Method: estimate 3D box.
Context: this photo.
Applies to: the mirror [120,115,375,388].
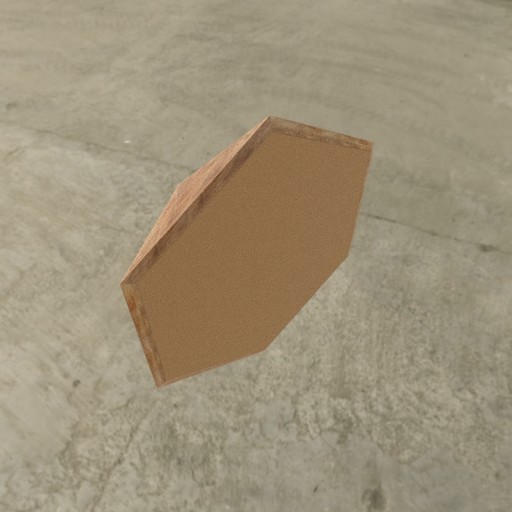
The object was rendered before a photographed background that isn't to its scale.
[{"bbox_3d":[0.000,0.000,1.072,0.675,0.779,0.091,-32,55,-26],"label":"mirror"}]
